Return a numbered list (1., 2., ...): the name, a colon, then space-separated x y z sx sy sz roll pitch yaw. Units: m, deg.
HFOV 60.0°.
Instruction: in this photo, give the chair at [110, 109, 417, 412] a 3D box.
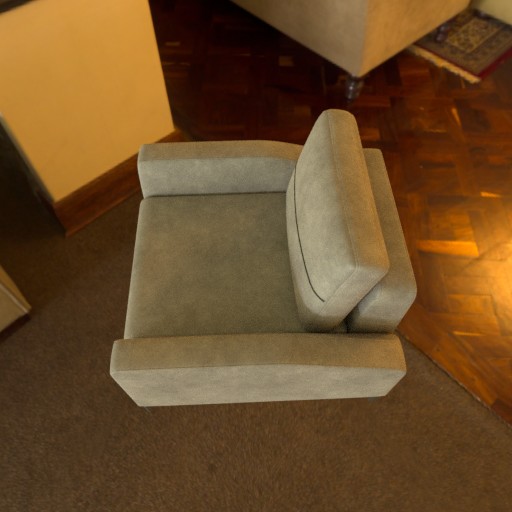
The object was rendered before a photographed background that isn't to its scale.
1. chair: 0.000 0.000 1.580 0.900 0.800 0.900 -2 58 -1
